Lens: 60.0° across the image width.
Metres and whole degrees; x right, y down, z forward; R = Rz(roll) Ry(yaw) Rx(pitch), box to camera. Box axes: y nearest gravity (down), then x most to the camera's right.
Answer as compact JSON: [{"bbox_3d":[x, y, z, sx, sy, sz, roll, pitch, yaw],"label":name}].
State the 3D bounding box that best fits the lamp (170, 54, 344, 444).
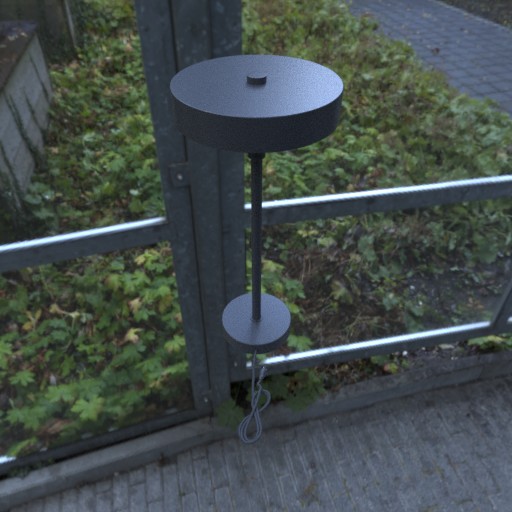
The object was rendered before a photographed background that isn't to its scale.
[{"bbox_3d":[0.000,0.000,0.695,0.229,0.508,0.369,1,41,1],"label":"lamp"}]
